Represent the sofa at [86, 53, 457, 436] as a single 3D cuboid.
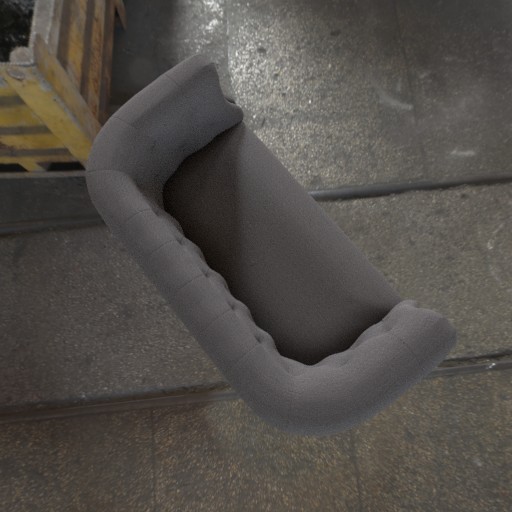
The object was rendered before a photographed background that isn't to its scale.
[{"bbox_3d":[0.000,0.000,2.003,0.835,0.827,1.558,-38,79,-9],"label":"sofa"}]
